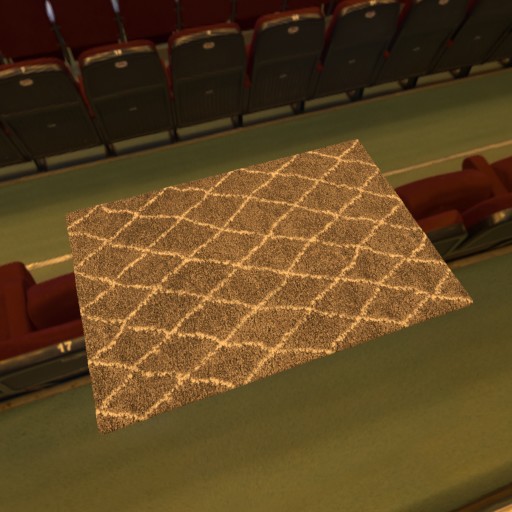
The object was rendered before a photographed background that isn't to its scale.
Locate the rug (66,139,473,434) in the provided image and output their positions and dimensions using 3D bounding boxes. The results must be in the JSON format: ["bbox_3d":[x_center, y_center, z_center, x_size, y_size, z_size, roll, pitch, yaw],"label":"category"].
[{"bbox_3d":[0.000,0.000,2.273,1.778,0.030,1.219,-17,58,-11],"label":"rug"}]
